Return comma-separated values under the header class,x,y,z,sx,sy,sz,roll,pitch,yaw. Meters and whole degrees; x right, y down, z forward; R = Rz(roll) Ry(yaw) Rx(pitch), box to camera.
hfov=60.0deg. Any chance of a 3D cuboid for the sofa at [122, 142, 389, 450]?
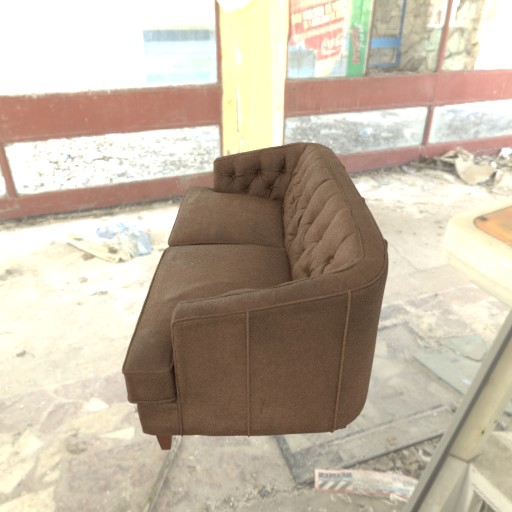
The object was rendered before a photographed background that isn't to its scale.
class,x,y,z,sx,sy,sz,roll,pitch,yaw
sofa,0.000,0.000,2.203,0.917,0.799,1.767,0,28,0
